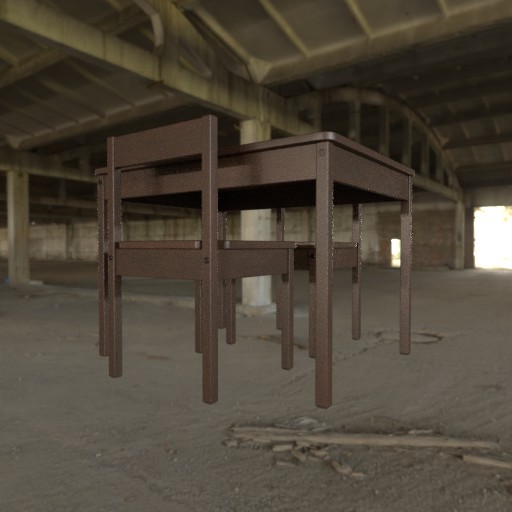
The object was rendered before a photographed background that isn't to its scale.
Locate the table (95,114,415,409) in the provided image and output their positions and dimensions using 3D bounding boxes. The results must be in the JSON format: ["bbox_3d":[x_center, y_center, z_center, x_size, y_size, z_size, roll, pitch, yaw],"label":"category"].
[{"bbox_3d":[0.000,0.000,1.118,0.650,0.503,0.672,1,2,35],"label":"table"}]
